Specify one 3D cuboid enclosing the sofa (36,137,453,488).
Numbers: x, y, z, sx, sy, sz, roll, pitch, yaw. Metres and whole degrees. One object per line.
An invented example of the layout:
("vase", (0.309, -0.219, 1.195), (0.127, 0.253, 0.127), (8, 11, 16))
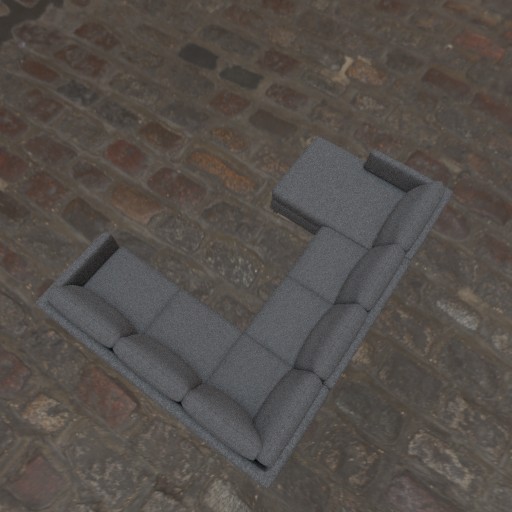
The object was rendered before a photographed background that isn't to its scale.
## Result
("sofa", (0.000, 0.000, 4.372), (2.551, 0.853, 3.238), (33, 70, 14))
